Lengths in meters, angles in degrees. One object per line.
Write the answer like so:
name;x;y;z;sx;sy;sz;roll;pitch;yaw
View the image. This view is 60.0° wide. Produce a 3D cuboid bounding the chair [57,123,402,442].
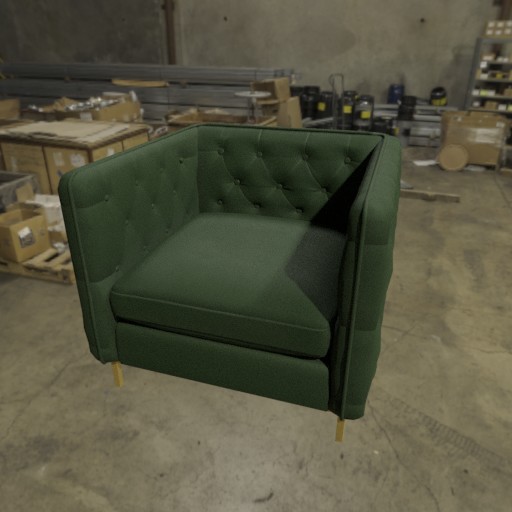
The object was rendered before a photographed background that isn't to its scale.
chair;0.000;0.000;1.569;0.917;0.768;0.855;8;27;16
